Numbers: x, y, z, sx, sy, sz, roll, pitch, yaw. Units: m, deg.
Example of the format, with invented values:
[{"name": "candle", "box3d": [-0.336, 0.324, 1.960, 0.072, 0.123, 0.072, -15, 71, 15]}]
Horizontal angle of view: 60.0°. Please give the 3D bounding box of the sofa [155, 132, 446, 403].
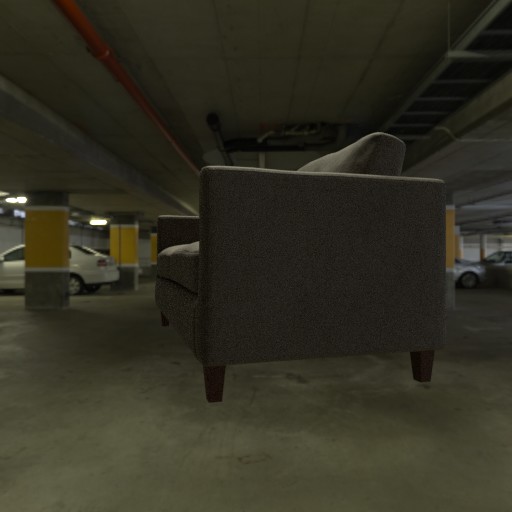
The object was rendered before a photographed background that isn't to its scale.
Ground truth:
[{"name": "sofa", "box3d": [0.000, 0.000, 2.397, 0.950, 0.963, 1.884, 0, 0, -17]}]
